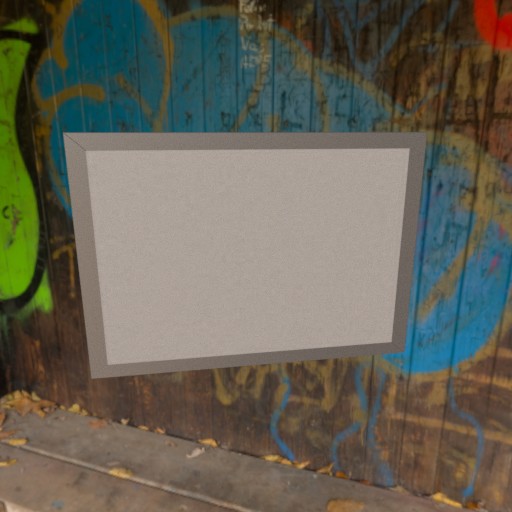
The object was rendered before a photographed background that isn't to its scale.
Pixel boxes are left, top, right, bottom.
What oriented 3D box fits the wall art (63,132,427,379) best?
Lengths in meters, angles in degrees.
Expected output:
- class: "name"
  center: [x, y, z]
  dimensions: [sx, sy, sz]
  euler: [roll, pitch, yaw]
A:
- class: "wall art"
  center: [0.000, 0.000, 0.569]
  dimensions: [0.432, 0.306, 0.016]
  euler: [-3, 16, -9]
